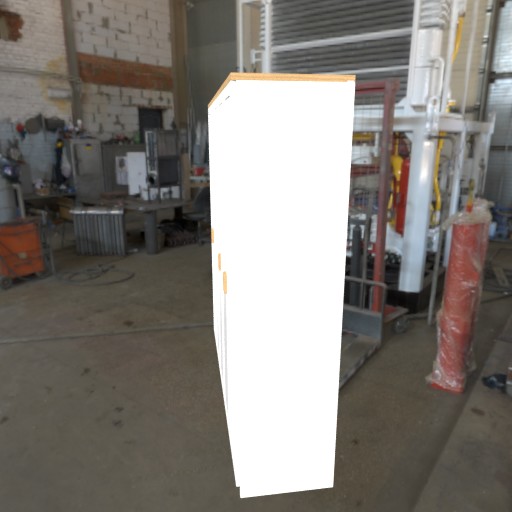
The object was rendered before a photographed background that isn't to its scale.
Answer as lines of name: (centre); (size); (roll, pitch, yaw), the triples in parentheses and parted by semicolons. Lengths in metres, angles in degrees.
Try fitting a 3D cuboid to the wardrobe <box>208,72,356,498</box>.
wardrobe: (0.000, 0.000, 3.299); (0.590, 2.260, 2.160); (-2, 15, -8)
